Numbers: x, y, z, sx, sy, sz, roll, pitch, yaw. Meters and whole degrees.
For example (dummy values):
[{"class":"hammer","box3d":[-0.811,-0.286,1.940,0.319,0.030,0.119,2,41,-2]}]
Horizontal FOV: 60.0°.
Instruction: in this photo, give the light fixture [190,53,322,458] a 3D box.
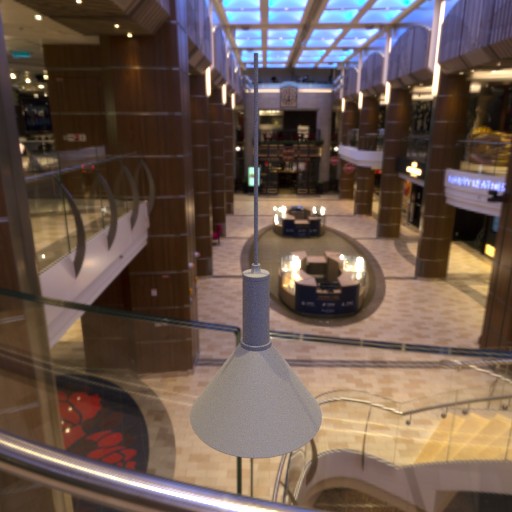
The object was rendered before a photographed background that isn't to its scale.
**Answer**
[{"class":"light fixture","box3d":[0.000,0.000,0.812,0.267,0.683,0.267,-16,23,-43]}]
